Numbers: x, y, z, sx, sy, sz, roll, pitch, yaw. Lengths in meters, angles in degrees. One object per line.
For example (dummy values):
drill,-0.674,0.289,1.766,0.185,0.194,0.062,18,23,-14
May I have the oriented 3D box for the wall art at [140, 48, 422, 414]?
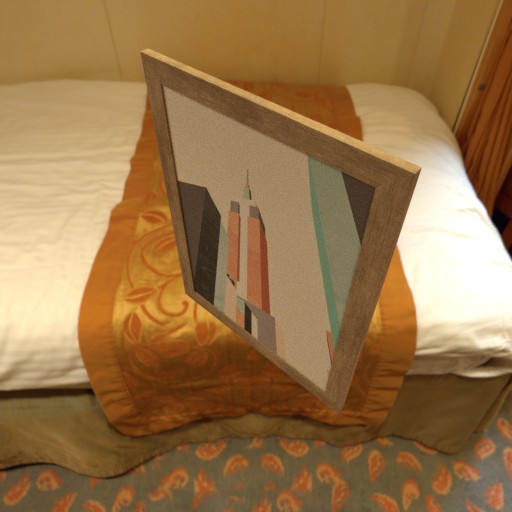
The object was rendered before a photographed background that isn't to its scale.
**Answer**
wall art,0.000,0.000,0.912,0.534,0.686,0.018,33,55,27
